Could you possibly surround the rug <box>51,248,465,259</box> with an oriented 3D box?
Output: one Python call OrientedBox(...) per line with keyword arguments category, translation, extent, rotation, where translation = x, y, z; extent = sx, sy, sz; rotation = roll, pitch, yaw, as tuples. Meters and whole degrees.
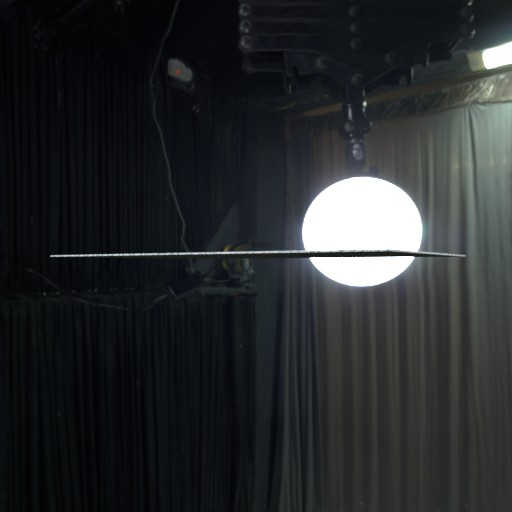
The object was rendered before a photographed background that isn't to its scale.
OrientedBox(category="rug", translation=(0.000, 0.000, 2.343), extent=(1.824, 0.008, 1.220), rotation=(-1, -1, 35))
